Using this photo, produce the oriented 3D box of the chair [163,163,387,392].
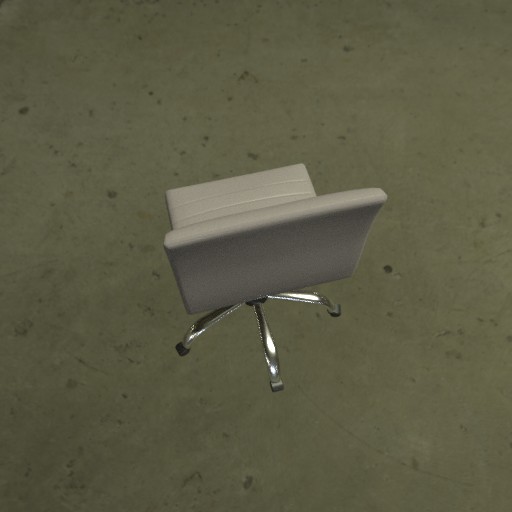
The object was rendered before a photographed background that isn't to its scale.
[{"bbox_3d":[0.000,0.000,1.142,0.556,0.780,0.530,-13,61,-7],"label":"chair"}]
